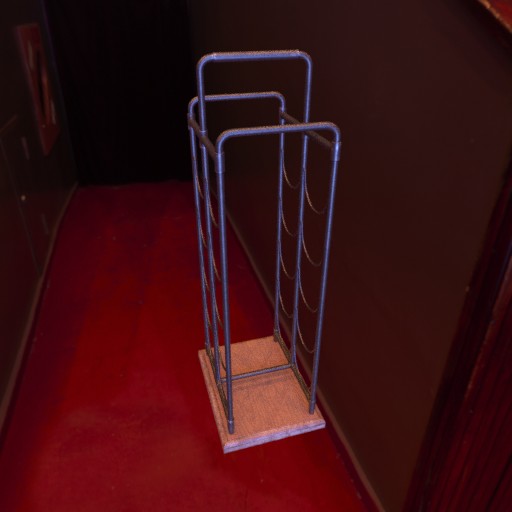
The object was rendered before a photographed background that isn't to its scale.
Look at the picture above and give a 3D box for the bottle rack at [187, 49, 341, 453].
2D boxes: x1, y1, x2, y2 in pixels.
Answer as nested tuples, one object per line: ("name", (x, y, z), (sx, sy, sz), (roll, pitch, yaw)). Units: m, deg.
("bottle rack", (0.000, 0.000, 0.806), (0.208, 0.680, 0.276), (-9, 32, -14))
